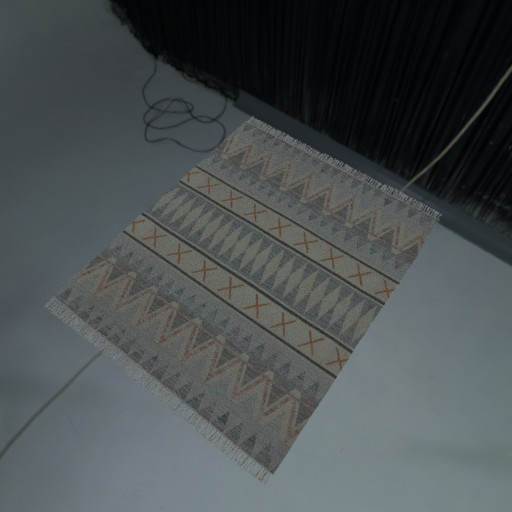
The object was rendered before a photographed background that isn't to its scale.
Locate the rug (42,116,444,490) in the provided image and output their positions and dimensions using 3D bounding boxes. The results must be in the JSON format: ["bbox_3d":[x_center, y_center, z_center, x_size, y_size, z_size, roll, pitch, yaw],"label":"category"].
[{"bbox_3d":[0.000,0.000,4.055,2.371,0.012,3.000,32,63,19],"label":"rug"}]
